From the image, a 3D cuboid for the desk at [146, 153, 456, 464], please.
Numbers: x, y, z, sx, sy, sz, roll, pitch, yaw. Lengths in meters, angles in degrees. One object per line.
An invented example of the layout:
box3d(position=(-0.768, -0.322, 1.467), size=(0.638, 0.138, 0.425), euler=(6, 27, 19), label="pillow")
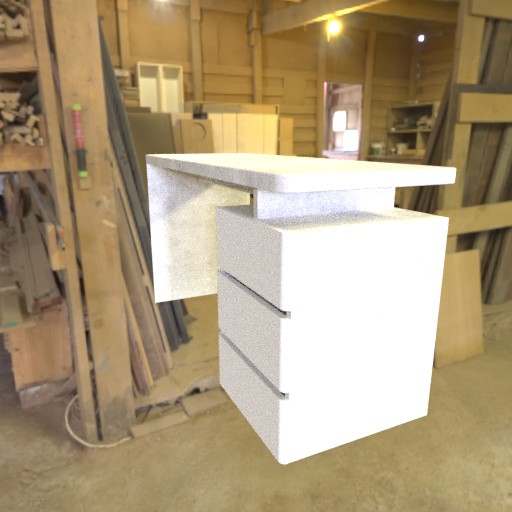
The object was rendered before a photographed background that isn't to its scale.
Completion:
box3d(position=(0.000, 0.000, 1.765), size=(0.550, 0.755, 1.400), euler=(-7, 16, -25), label="desk")
